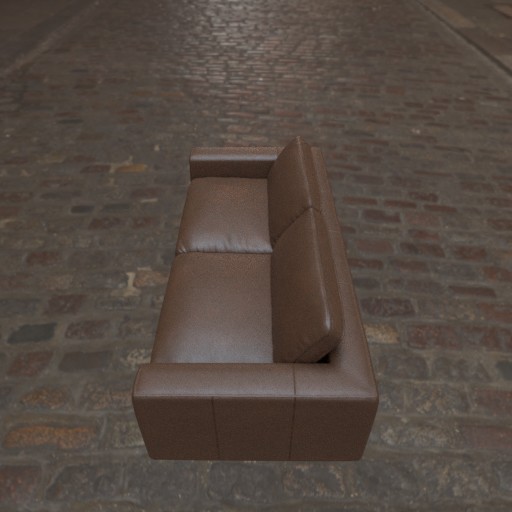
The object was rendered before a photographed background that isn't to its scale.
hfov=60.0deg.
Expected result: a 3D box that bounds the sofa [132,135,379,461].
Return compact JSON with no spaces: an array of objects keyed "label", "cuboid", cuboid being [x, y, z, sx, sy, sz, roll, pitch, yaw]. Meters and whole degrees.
[{"label":"sofa","cuboid":[0.000,0.000,2.789,1.070,0.801,2.262,0,40,0]}]
